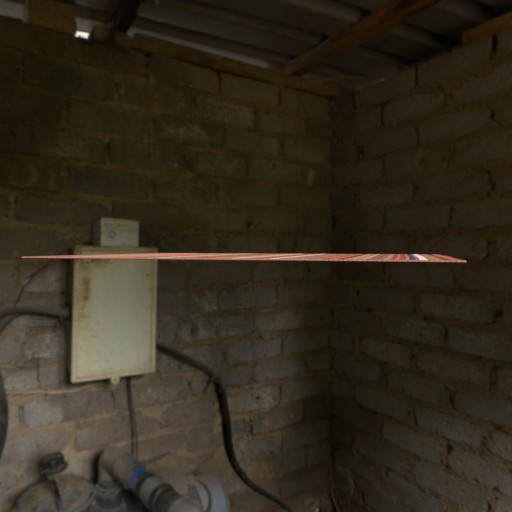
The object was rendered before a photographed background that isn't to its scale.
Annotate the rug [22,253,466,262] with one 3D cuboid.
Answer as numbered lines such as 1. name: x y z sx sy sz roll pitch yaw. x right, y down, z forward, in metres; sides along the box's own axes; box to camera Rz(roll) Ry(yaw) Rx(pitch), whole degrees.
1. rug: 0.000 0.000 2.276 1.828 0.007 1.217 0 1 19
